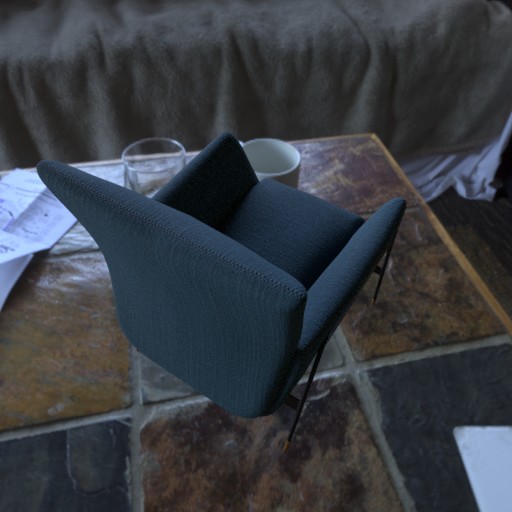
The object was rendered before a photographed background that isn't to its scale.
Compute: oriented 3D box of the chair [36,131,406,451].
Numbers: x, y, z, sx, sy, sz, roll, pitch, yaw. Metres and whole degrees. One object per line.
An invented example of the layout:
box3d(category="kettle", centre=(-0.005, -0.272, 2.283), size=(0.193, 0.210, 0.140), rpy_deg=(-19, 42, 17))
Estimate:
box3d(category="chair", centre=(0.000, 0.000, 1.350), size=(0.678, 0.859, 0.769), rpy_deg=(26, 53, 22))
